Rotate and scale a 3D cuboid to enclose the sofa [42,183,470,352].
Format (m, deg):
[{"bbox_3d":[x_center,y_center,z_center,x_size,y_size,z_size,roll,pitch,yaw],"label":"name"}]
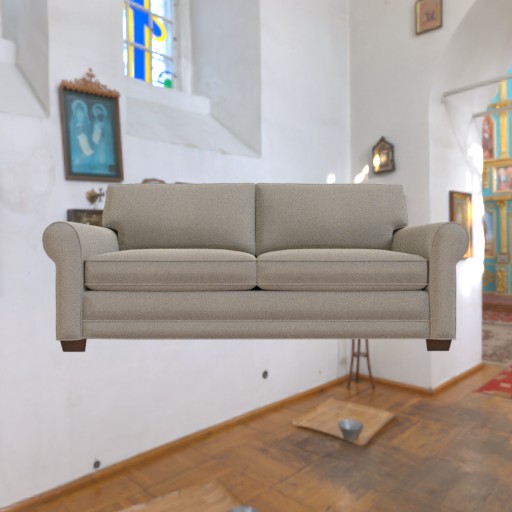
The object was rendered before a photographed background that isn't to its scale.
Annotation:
[{"bbox_3d":[0.000,0.000,2.648,2.146,0.962,0.901,0,0,-1],"label":"sofa"}]
